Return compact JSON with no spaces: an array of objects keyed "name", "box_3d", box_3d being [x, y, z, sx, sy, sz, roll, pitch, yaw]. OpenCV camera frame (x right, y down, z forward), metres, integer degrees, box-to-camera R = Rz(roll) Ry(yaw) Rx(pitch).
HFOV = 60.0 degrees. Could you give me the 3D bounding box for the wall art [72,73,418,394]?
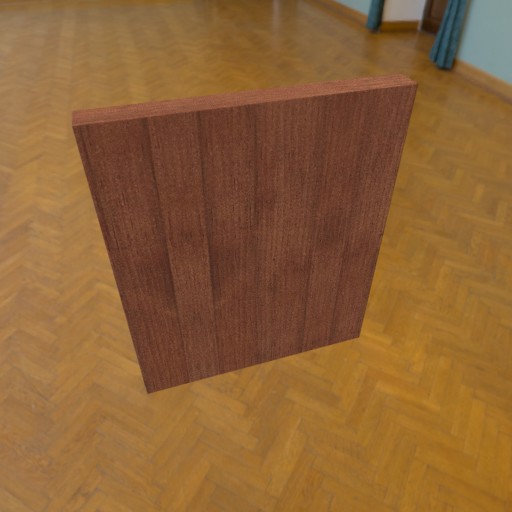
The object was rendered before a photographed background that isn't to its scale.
[{"name":"wall art","box_3d":[0.000,0.000,0.622,0.377,0.449,0.039,-12,42,-13]}]
